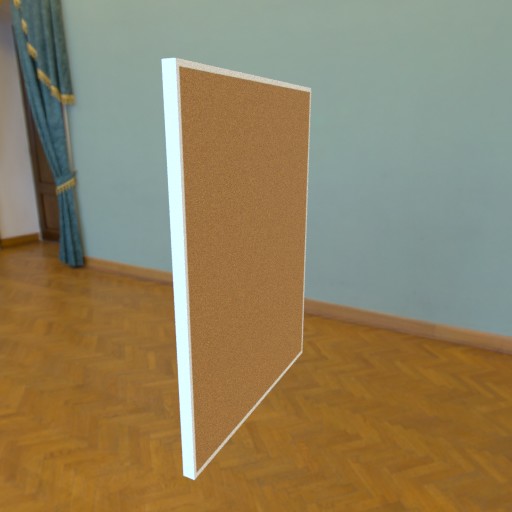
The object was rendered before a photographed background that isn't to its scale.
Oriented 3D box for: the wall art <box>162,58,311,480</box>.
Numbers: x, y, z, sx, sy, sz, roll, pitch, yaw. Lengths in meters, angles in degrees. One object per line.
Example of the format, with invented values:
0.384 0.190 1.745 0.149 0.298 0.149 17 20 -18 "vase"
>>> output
0.000 0.000 1.398 0.039 1.050 0.795 8 18 26 "wall art"
